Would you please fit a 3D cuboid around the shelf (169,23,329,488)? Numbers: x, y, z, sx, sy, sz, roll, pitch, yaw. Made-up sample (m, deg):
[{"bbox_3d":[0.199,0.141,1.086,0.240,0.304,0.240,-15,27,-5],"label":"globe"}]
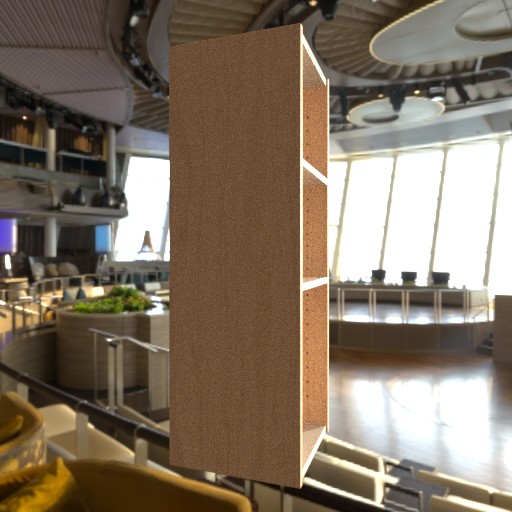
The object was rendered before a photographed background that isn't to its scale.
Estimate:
[{"bbox_3d":[0.000,0.000,1.046,0.290,0.900,0.300,0,0,20],"label":"shelf"}]
